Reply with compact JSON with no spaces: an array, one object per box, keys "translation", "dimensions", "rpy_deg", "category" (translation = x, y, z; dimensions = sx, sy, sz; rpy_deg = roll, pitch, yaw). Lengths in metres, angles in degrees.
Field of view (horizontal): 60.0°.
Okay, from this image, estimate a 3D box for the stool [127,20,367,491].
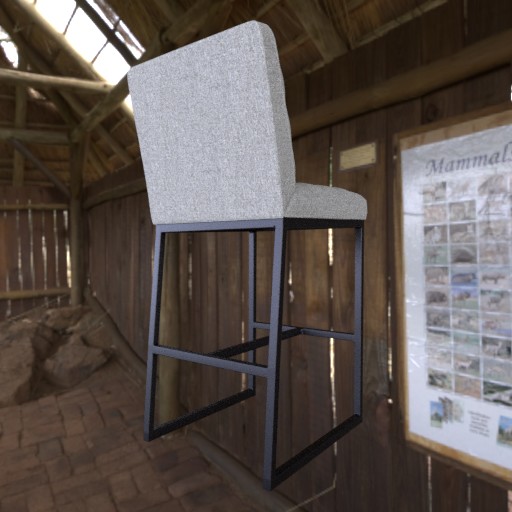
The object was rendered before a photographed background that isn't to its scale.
[{"translation":[0.000,0.000,1.292],"dimensions":[0.459,1.034,0.571],"rpy_deg":[1,1,37],"category":"stool"}]
